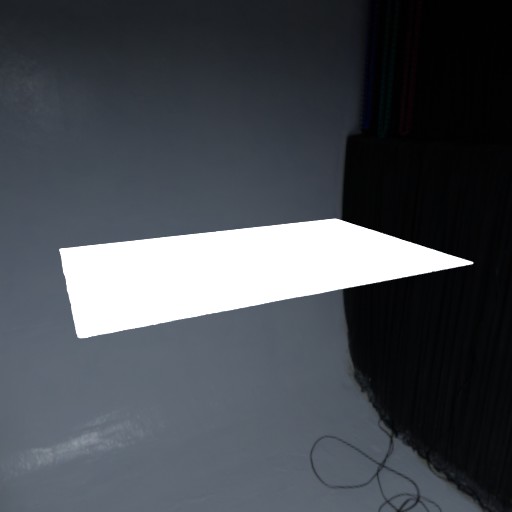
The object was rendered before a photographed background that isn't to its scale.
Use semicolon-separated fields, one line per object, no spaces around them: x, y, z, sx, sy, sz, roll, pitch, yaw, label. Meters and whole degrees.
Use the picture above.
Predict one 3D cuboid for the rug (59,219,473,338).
0.000;0.000;3.065;2.442;0.010;1.546;-8;18;-25;rug
